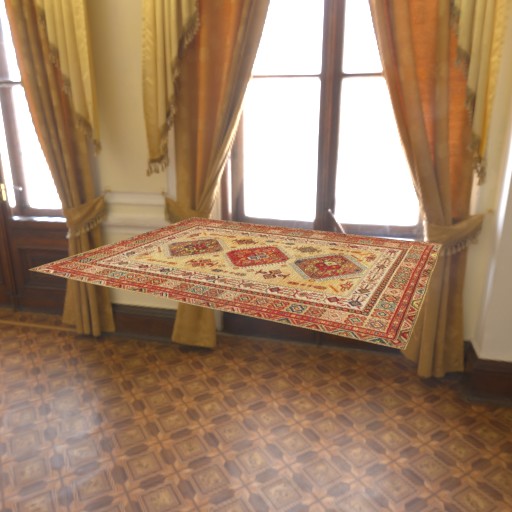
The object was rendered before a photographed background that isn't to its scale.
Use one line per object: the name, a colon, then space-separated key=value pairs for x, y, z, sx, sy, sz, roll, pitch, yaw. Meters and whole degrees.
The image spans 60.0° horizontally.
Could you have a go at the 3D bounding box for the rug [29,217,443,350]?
rug: x=0.000 y=0.000 z=4.130 sx=3.067 sy=0.005 sz=2.460 roll=8 pitch=19 yaw=25
